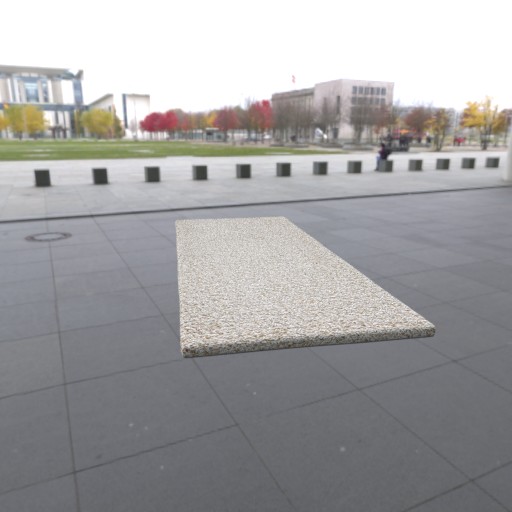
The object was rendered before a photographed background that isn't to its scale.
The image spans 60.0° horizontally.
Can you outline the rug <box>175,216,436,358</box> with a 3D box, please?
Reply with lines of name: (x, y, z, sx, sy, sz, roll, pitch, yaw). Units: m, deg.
rug: (0.000, 0.000, 1.733, 0.609, 0.030, 1.524, -3, 15, -10)
